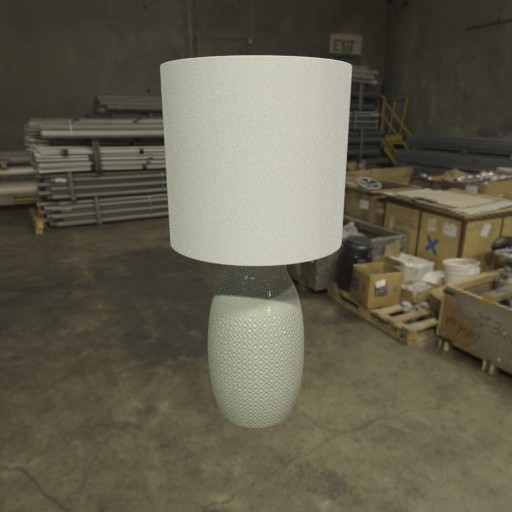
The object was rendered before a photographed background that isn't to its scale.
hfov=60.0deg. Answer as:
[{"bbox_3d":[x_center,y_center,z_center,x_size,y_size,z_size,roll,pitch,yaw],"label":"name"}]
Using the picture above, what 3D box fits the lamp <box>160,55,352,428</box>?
[{"bbox_3d":[0.000,0.000,0.577,0.217,0.453,0.217,-8,19,-25],"label":"lamp"}]
